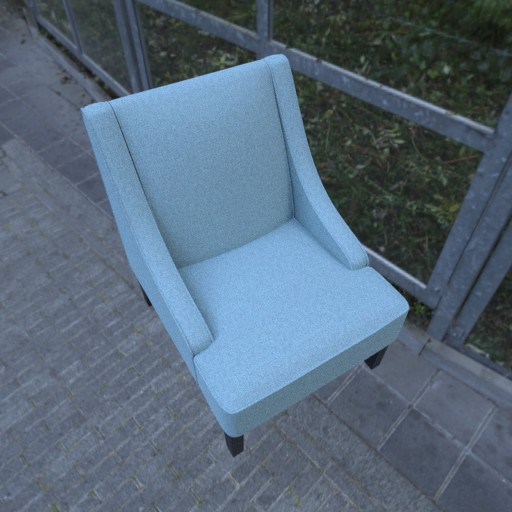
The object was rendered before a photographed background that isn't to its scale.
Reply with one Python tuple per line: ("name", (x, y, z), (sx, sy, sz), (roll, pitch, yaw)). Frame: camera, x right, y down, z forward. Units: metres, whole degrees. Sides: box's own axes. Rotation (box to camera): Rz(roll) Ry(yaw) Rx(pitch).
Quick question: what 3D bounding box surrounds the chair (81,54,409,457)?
("chair", (0.000, 0.000, 1.839), (0.857, 1.133, 1.025), (-25, 52, -21))
